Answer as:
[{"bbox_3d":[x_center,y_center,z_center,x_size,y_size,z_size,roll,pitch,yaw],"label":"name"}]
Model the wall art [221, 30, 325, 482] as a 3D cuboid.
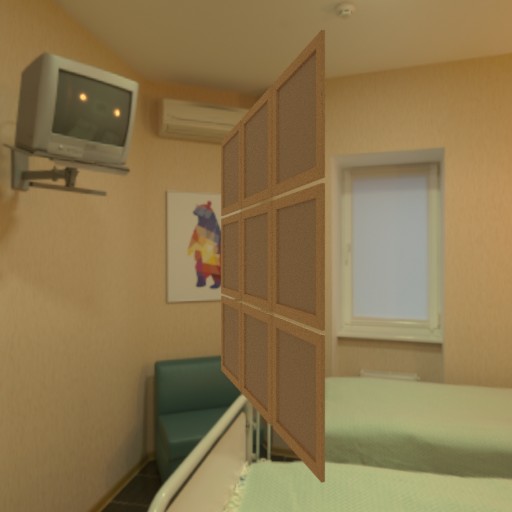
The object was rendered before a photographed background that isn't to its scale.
[{"bbox_3d":[0.000,0.000,2.202,0.014,1.507,1.519,0,0,-17],"label":"wall art"}]
